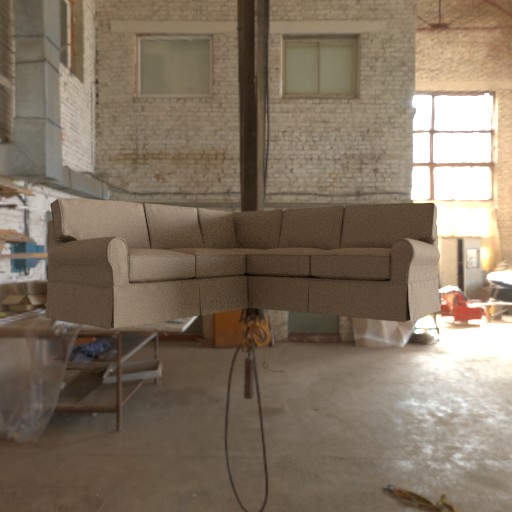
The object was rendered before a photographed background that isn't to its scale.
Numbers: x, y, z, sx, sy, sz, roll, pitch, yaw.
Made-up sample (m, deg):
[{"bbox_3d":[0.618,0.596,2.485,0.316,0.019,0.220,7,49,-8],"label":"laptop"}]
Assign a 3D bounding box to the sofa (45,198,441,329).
[{"bbox_3d":[0.000,0.000,4.223,2.733,1.124,2.730,0,1,37],"label":"sofa"}]
